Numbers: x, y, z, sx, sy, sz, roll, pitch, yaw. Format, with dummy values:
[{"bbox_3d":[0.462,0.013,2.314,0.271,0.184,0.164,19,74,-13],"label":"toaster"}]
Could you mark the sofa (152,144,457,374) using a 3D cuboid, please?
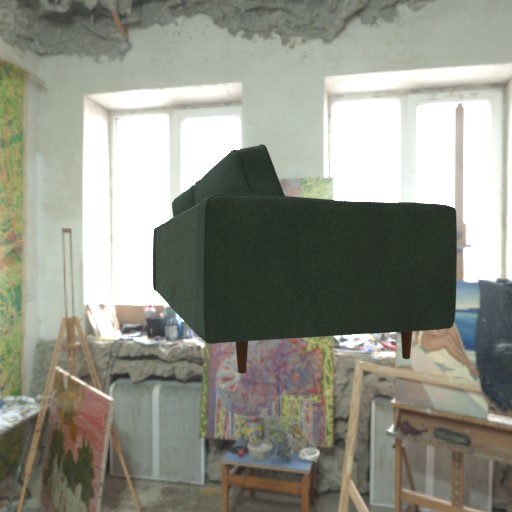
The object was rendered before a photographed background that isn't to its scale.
[{"bbox_3d":[0.000,0.000,2.296,0.916,0.772,1.880,0,1,-17],"label":"sofa"}]
